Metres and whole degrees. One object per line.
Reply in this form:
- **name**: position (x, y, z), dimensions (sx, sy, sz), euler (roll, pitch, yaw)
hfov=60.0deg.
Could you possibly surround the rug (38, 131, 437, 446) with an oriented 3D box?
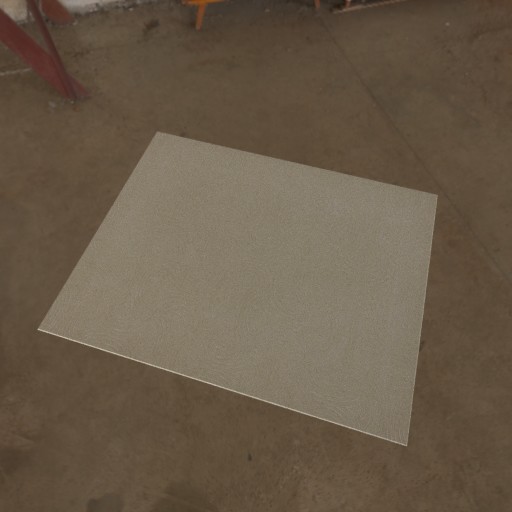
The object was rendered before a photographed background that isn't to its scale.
- **rug**: position (0.000, 0.000, 3.442), dimensions (2.584, 0.011, 2.073), euler (15, 60, 9)
